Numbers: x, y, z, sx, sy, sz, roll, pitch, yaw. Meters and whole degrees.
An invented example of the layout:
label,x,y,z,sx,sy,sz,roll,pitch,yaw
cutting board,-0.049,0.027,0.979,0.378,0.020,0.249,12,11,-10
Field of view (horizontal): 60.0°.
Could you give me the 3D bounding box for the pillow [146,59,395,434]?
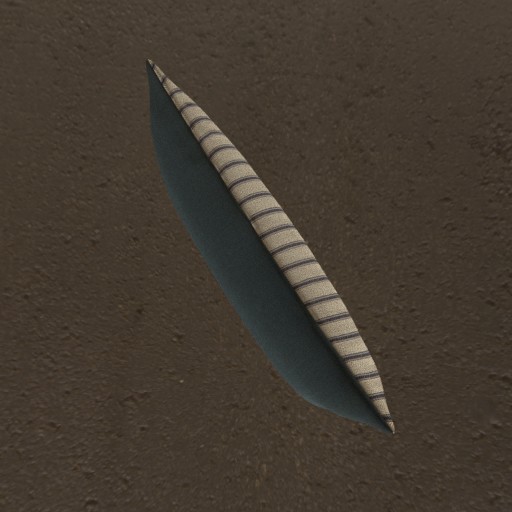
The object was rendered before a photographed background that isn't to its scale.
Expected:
label,x,y,z,sx,sy,sz,roll,pitch,yaw
pillow,0.000,0.000,0.729,0.151,0.305,0.609,-31,77,-8
